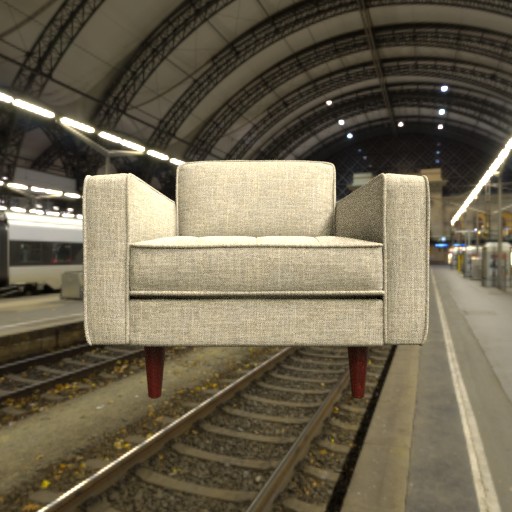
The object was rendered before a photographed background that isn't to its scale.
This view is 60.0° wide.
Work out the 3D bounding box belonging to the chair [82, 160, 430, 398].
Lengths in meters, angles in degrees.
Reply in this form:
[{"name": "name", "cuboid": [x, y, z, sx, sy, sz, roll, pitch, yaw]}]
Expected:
[{"name": "chair", "cuboid": [0.000, 0.000, 1.541, 0.889, 0.765, 0.914, 0, 0, 0]}]
